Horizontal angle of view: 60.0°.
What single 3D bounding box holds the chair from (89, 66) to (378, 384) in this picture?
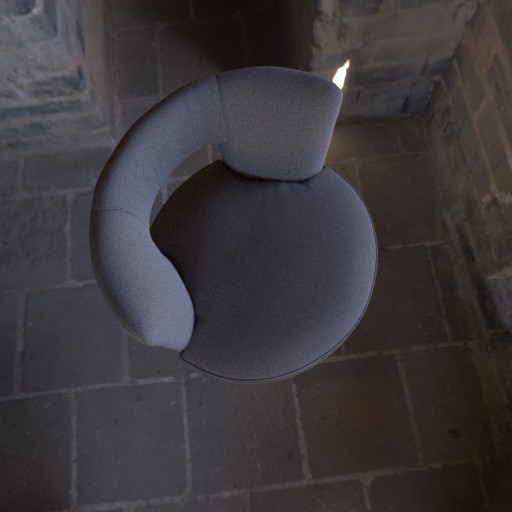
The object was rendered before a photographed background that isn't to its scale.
[{"bbox_3d":[0.000,0.000,1.227,0.660,0.719,0.689,35,77,9],"label":"chair"}]
